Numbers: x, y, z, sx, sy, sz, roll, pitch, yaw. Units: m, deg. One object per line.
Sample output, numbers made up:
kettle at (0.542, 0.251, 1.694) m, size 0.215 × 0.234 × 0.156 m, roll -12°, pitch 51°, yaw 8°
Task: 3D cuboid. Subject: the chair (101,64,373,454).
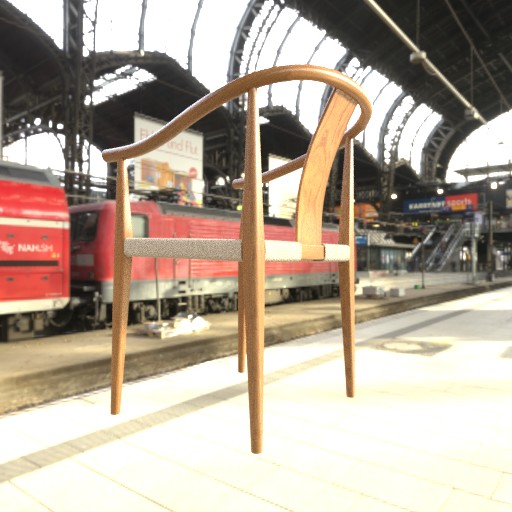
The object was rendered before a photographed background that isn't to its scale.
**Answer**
chair at (0.000, 0.000, 1.178) m, size 0.579 × 0.800 × 0.556 m, roll 0°, pitch -1°, yaw 36°
